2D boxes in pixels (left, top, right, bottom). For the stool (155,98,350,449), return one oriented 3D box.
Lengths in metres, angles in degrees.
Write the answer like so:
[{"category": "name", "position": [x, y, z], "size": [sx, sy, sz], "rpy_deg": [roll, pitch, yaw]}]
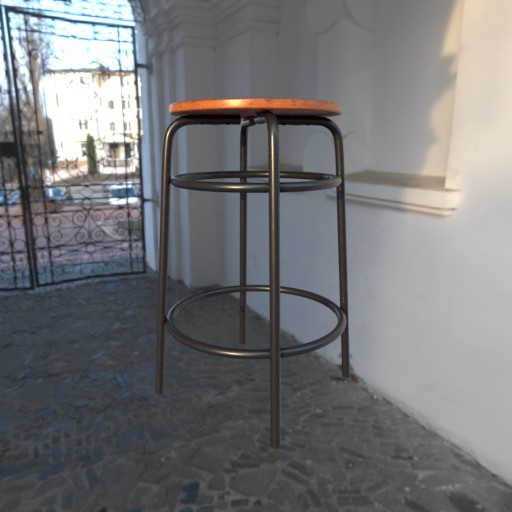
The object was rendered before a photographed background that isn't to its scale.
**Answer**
[{"category": "stool", "position": [0.000, 0.000, 0.948], "size": [0.455, 0.610, 0.455], "rpy_deg": [-2, 15, -9]}]
